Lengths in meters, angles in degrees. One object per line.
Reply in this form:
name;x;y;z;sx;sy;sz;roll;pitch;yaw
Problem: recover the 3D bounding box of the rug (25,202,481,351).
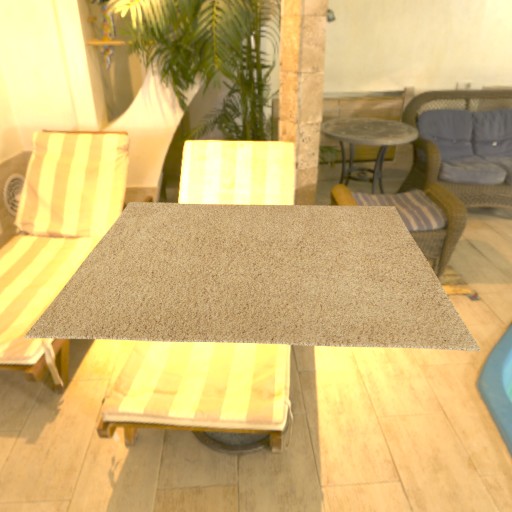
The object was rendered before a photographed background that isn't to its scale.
rug;0.000;0.000;3.963;3.000;0.025;2.400;1;29;2
